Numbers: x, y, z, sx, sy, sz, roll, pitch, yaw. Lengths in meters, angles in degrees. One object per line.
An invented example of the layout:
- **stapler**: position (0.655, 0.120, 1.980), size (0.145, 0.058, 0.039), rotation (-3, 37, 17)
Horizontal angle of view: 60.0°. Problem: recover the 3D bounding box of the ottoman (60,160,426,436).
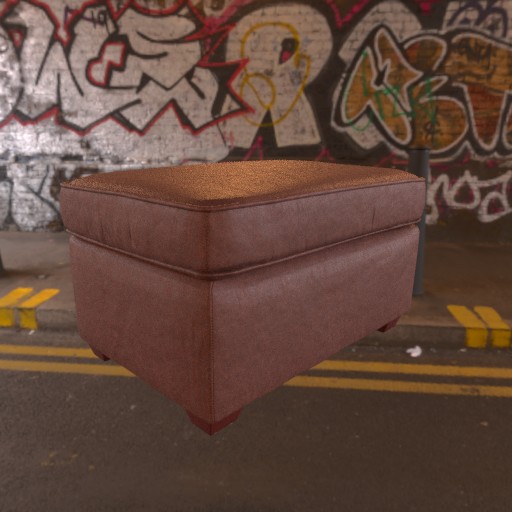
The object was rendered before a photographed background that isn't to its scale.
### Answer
- **ottoman**: position (0.000, 0.000, 1.089), size (0.548, 0.449, 0.749), rotation (14, 20, 43)
